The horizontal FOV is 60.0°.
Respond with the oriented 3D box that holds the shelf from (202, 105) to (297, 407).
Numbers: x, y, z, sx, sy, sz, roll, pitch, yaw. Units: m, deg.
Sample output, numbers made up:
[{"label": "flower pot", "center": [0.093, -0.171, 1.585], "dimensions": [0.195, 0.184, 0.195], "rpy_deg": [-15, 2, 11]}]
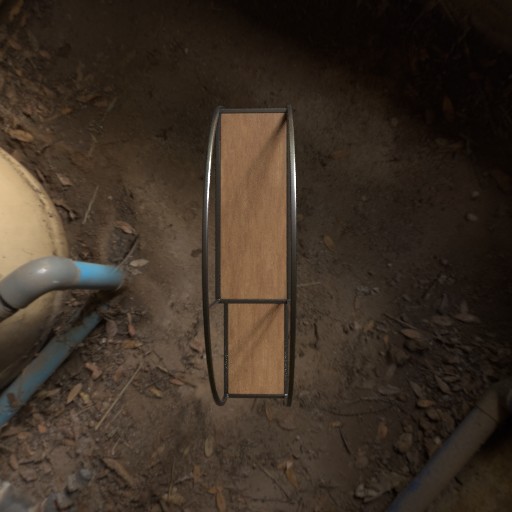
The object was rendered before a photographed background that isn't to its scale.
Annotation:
[{"label": "shelf", "center": [0.000, 0.000, 1.381], "dimensions": [0.202, 0.888, 0.888], "rpy_deg": [0, 90, 2]}]
